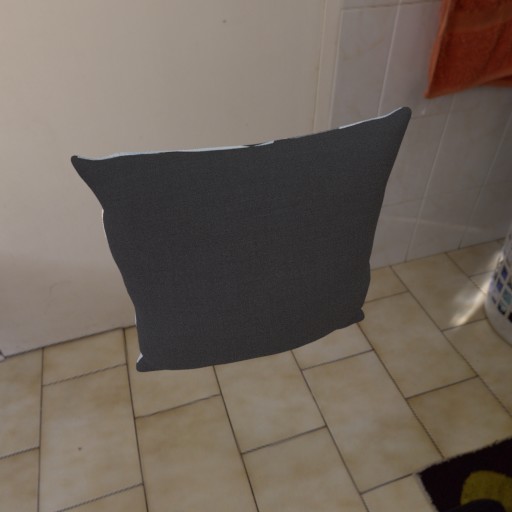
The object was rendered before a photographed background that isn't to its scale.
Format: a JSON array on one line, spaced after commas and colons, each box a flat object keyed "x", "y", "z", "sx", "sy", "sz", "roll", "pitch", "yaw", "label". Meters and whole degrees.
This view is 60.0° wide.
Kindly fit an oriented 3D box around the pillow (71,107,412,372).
[{"x": 0.000, "y": 0.000, "z": 0.784, "sx": 0.503, "sy": 0.496, "sz": 0.208, "roll": -11, "pitch": 43, "yaw": -12, "label": "pillow"}]
